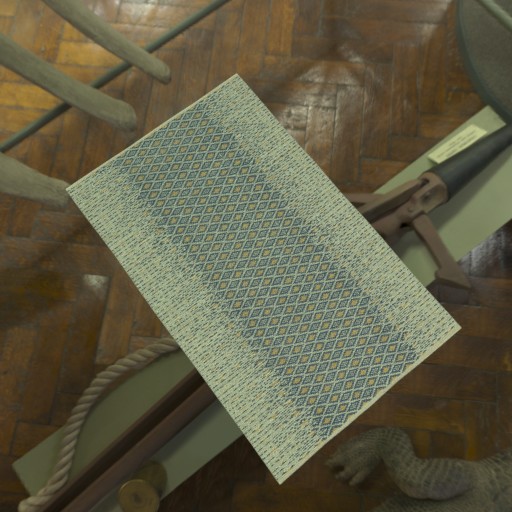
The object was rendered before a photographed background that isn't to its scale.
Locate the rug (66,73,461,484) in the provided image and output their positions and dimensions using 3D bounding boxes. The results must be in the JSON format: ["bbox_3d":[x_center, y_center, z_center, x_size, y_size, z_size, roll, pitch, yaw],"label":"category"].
[{"bbox_3d":[0.000,0.000,3.046,1.541,0.008,2.448,-37,79,-8],"label":"rug"}]
